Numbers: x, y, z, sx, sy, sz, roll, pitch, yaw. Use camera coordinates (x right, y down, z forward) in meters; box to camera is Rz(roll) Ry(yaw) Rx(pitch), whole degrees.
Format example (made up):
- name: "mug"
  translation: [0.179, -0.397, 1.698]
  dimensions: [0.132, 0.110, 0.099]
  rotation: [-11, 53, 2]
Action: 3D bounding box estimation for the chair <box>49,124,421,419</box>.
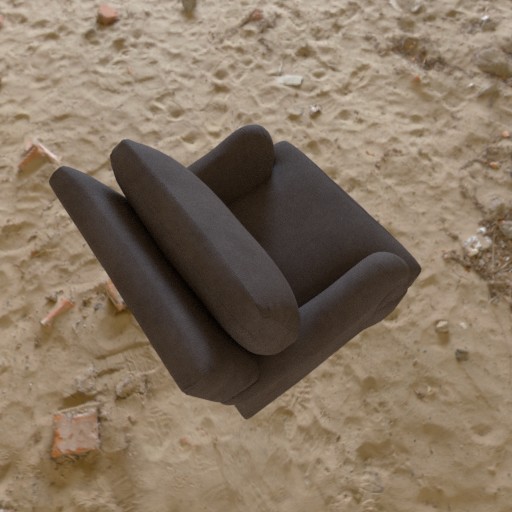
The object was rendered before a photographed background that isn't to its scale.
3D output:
- name: "chair"
  translation: [0.000, 0.000, 1.801]
  dimensions: [1.070, 0.997, 0.955]
  rotation: [-32, 64, -18]
